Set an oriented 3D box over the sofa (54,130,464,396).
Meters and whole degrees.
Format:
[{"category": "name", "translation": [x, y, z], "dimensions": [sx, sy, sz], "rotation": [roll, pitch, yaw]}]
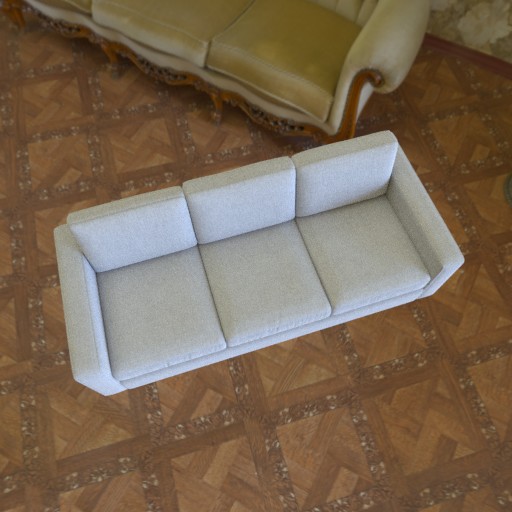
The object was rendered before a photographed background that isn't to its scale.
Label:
[{"category": "sofa", "translation": [0.000, 0.000, 2.576], "dimensions": [2.120, 0.800, 0.900], "rotation": [-16, 65, -8]}]
